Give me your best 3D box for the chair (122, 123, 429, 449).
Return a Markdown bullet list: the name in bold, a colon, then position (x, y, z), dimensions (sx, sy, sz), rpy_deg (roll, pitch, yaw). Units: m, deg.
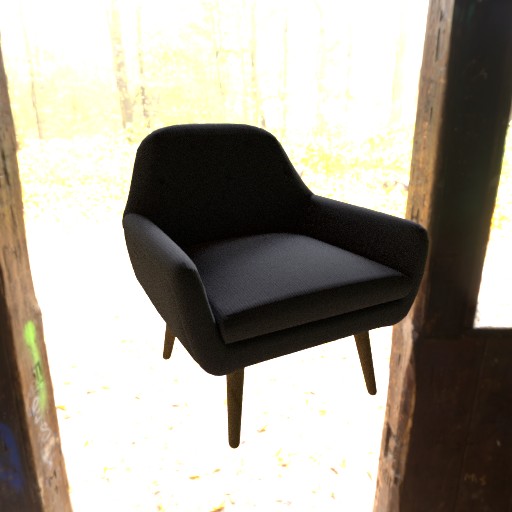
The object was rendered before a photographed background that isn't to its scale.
- **chair**: position (0.000, 0.000, 1.426), dimensions (0.770, 0.800, 0.779), rpy_deg (-10, 21, -27)
